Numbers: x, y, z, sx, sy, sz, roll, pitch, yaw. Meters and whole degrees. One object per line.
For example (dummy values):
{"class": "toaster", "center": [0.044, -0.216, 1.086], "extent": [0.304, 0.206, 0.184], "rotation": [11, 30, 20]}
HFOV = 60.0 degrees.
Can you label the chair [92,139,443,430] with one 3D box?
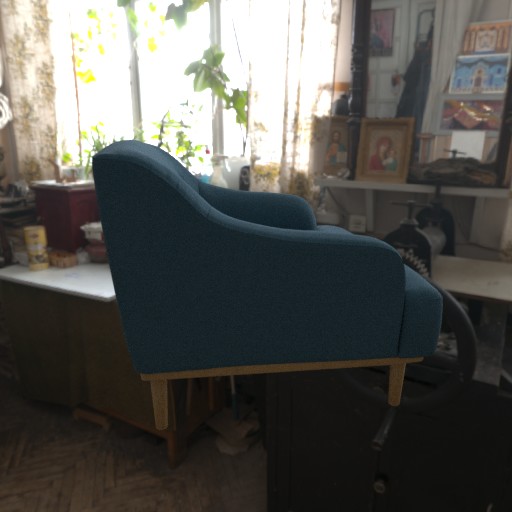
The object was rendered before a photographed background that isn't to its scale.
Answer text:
{"class": "chair", "center": [0.000, 0.000, 1.607], "extent": [0.951, 0.818, 0.946], "rotation": [-3, 17, -10]}
